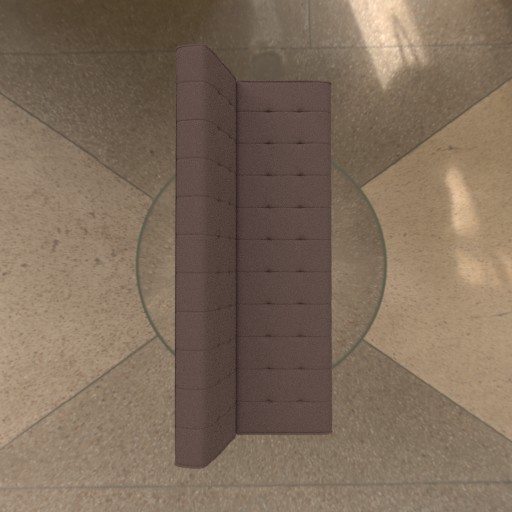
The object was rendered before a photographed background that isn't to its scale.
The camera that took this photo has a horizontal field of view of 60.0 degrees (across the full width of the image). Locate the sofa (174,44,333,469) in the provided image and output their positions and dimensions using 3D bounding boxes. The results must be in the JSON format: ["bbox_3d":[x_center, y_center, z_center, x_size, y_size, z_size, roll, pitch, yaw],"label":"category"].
[{"bbox_3d":[0.000,0.000,2.113,0.747,0.699,1.703,0,89,1],"label":"sofa"}]
